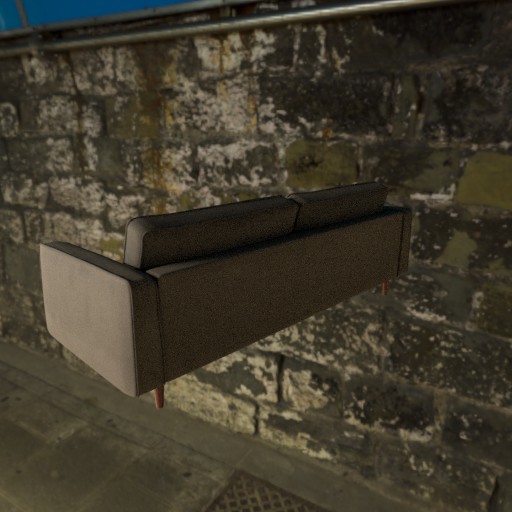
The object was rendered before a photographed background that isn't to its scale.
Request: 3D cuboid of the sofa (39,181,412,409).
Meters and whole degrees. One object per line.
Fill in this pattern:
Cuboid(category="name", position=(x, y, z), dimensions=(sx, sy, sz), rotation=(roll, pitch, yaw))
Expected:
Cuboid(category="sofa", position=(0.000, 0.000, 2.732), dimensions=(0.923, 0.813, 2.295), rotation=(15, 22, 43))
